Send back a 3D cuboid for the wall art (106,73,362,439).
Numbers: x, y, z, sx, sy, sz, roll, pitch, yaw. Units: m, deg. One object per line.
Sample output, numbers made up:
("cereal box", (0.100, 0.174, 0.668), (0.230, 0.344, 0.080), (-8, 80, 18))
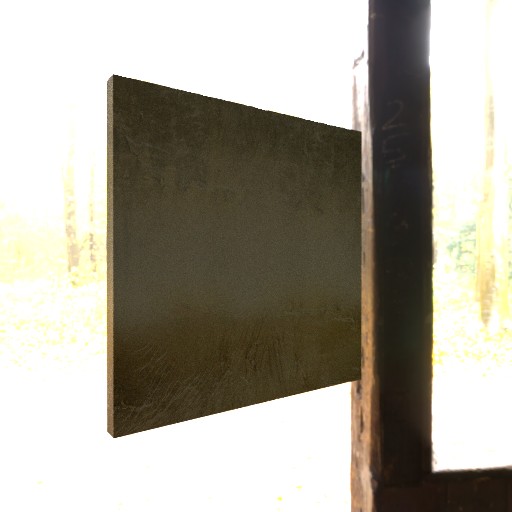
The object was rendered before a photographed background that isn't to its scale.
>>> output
("wall art", (0.000, 0.000, 0.930), (0.610, 0.610, 0.038), (0, 0, -35))
